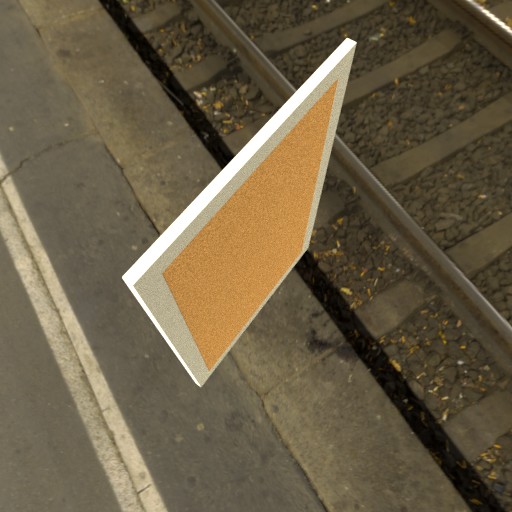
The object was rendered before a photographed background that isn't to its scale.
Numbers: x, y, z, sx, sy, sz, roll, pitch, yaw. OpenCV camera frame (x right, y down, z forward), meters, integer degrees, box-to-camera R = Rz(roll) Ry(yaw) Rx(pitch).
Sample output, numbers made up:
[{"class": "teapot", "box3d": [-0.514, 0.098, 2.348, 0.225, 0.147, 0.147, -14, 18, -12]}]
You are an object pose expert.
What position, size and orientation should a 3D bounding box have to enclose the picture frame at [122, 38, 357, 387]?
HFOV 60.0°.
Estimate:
[{"class": "picture frame", "box3d": [0.000, 0.000, 0.596, 0.011, 0.459, 0.326, 34, 69, 15]}]
